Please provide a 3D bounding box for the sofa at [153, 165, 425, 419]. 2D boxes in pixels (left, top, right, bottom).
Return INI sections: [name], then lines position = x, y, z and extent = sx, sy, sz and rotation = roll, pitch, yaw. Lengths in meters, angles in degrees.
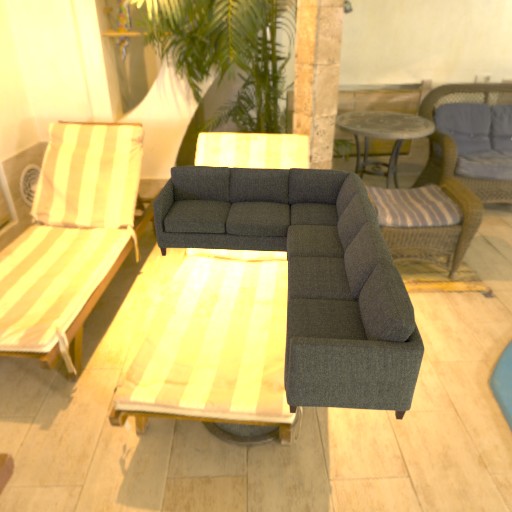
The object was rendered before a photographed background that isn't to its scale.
[sofa]
position = 0.000, 0.000, 4.575
extent = 2.593, 0.947, 3.302
rotation = 2, 30, 4
